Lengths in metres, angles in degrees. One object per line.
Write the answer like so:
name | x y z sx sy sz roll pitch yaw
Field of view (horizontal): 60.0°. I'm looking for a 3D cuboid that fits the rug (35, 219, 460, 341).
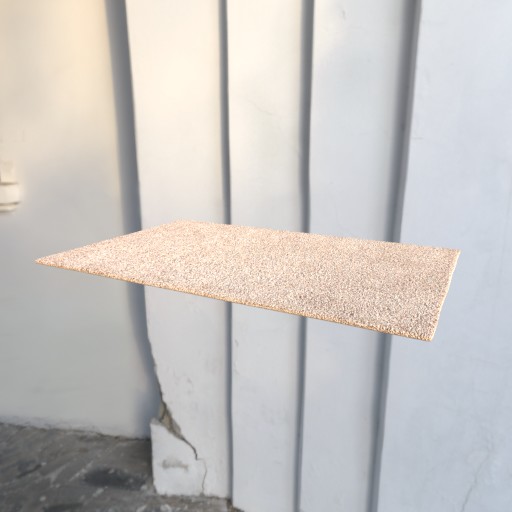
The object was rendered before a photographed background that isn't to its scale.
rug | 0.000 0.000 3.386 2.743 0.030 1.778 8 17 27
